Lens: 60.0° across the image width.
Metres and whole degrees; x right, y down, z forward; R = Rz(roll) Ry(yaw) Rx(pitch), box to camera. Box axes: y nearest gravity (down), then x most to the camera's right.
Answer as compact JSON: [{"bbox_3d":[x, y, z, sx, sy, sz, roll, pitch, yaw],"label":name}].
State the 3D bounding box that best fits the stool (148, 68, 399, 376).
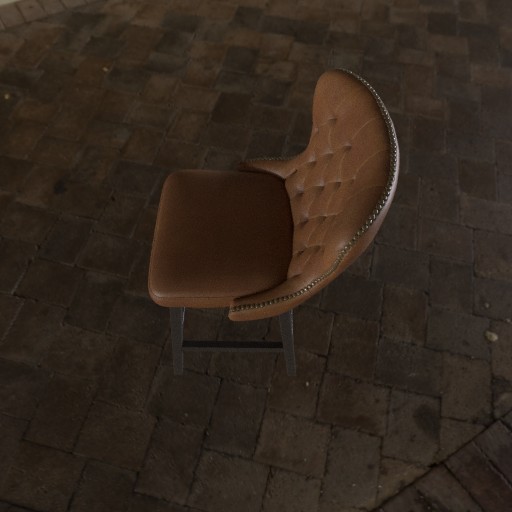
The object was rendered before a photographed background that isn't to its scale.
[{"bbox_3d":[0.000,0.000,1.325,0.593,0.971,0.528,1,58,0],"label":"stool"}]
